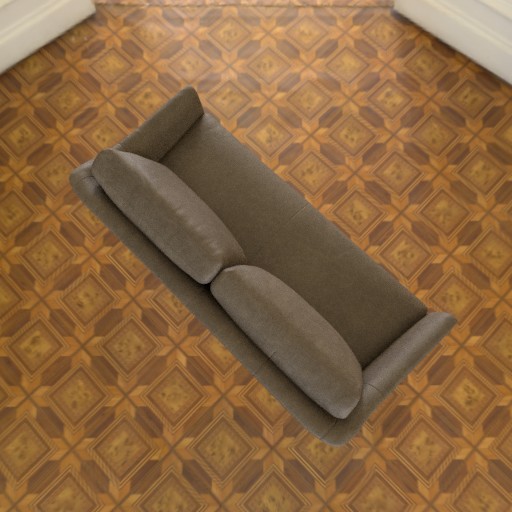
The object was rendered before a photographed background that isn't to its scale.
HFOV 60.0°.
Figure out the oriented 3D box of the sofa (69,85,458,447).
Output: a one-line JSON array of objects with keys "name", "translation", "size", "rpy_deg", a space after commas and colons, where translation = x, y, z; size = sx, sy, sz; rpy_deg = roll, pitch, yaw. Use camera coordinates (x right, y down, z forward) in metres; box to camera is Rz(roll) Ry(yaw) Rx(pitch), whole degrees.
[{"name": "sofa", "translation": [0.000, 0.000, 2.510], "size": [2.036, 0.902, 0.960], "rpy_deg": [43, 79, 11]}]
